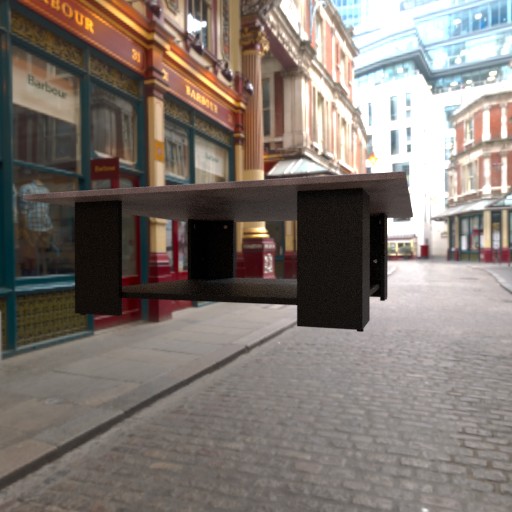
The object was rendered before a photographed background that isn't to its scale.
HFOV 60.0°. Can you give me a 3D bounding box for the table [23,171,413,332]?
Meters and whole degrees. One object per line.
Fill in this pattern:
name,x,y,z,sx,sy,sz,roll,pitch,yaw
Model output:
table,0.000,0.000,1.351,0.890,0.305,0.890,0,0,20
